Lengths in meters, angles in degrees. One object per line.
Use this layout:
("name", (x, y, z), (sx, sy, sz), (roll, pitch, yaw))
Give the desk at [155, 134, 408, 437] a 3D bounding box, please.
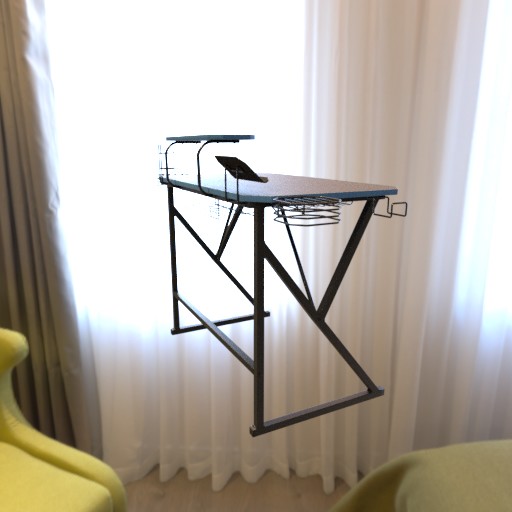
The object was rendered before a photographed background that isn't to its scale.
("desk", (0.000, 0.000, 1.747), (0.594, 0.909, 1.295), (-7, 16, -26))
